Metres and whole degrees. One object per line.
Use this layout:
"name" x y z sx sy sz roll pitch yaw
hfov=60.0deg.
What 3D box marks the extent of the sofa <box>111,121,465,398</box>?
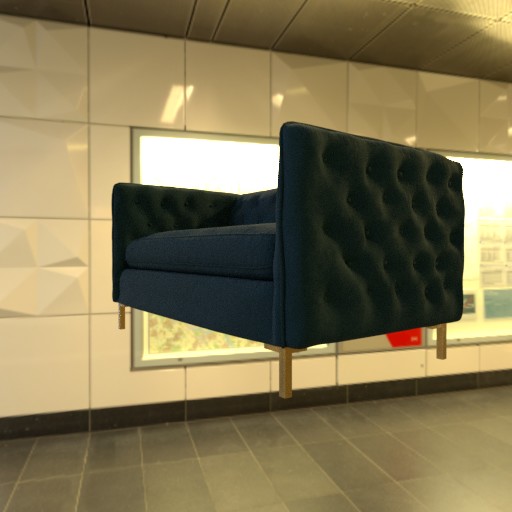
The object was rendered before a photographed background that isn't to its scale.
"sofa" 0.000 0.000 2.093 0.909 0.810 1.583 -1 1 -36
